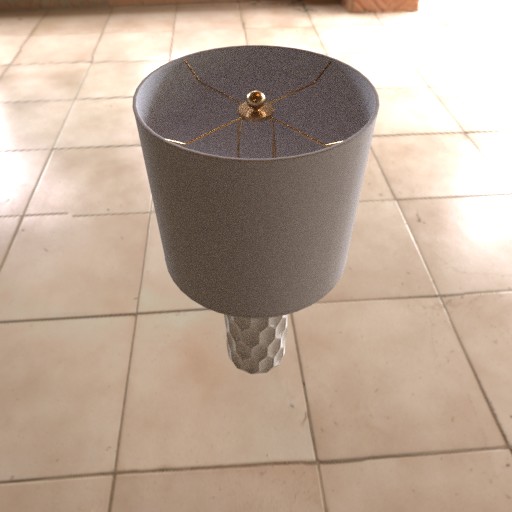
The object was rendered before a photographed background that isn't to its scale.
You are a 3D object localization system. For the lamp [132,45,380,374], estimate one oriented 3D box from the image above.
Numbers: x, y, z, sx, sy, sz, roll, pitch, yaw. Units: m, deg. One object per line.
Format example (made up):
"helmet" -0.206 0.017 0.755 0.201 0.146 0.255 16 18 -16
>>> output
"lamp" 0.000 0.000 0.697 0.277 0.537 0.277 -4 46 -4
